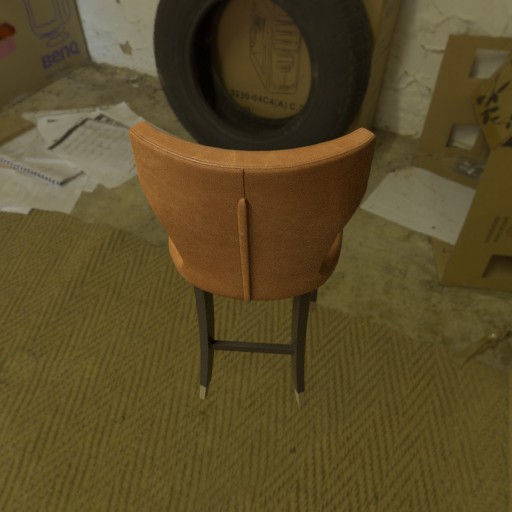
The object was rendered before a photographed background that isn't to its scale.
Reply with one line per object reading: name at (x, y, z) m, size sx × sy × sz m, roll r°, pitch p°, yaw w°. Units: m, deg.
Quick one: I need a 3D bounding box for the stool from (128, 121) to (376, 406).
stool at (0.000, 0.000, 1.398) m, size 0.526 × 1.092 × 0.563 m, roll 3°, pitch 47°, yaw 3°
